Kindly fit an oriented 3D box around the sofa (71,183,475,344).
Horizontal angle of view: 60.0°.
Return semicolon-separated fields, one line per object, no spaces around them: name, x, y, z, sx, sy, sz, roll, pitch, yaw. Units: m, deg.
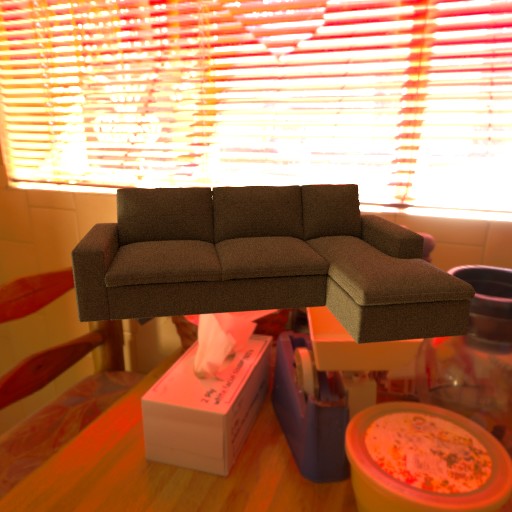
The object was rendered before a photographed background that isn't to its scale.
sofa;0.000;0.000;3.521;2.718;0.940;1.689;-3;16;-9
